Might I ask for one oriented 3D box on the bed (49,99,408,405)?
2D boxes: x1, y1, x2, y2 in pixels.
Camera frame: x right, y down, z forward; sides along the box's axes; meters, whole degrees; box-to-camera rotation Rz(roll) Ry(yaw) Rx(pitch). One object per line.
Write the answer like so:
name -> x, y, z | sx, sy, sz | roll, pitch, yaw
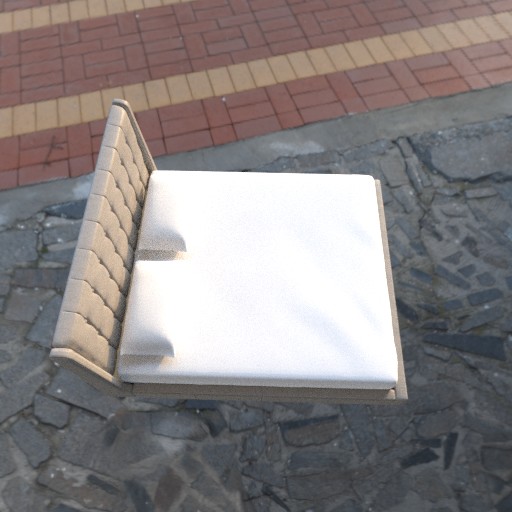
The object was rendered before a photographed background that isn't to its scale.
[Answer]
bed -> 0.000, 0.000, 3.534 | 2.342, 1.289, 2.062 | 1, 62, 1
